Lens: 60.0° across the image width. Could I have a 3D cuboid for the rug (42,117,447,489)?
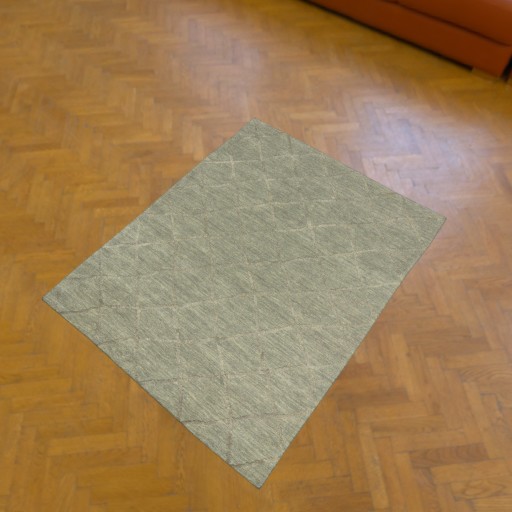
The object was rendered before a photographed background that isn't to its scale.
[{"bbox_3d":[0.000,0.000,4.122,2.438,0.013,3.048,33,63,20],"label":"rug"}]
